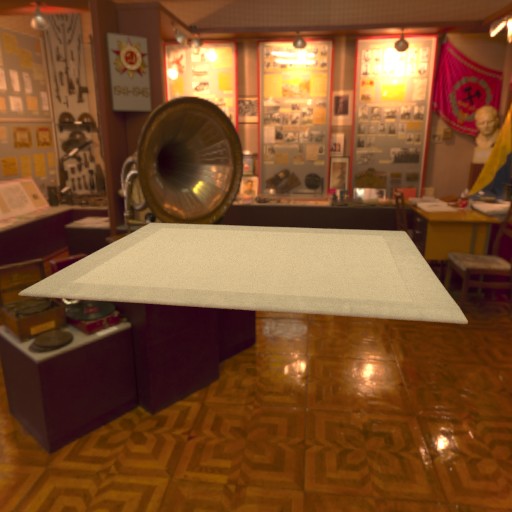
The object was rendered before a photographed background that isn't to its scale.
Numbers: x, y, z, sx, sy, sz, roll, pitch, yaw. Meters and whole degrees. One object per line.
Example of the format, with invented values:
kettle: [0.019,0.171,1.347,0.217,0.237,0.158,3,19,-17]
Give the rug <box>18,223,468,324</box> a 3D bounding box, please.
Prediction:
rug: [0.000,0.000,3.997,2.976,0.018,2.430,3,16,9]
